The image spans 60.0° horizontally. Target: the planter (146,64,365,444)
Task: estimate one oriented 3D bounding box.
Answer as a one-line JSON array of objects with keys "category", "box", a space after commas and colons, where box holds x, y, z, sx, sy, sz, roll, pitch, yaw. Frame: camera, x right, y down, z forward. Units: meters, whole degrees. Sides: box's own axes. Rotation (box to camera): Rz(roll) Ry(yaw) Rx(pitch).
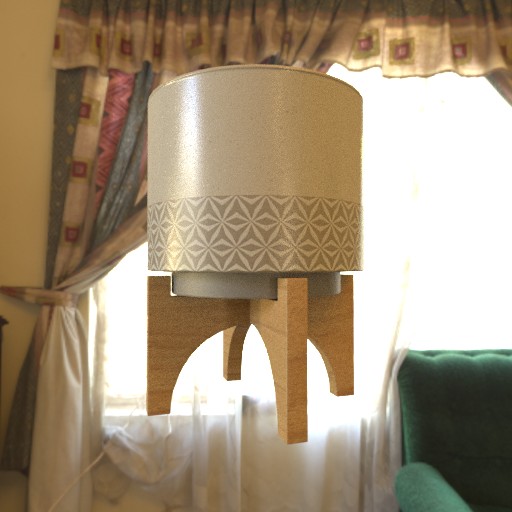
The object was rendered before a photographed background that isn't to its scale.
[{"category": "planter", "box": [0.000, 0.000, 0.521, 0.249, 0.343, 0.249, 0, -1, 0]}]
